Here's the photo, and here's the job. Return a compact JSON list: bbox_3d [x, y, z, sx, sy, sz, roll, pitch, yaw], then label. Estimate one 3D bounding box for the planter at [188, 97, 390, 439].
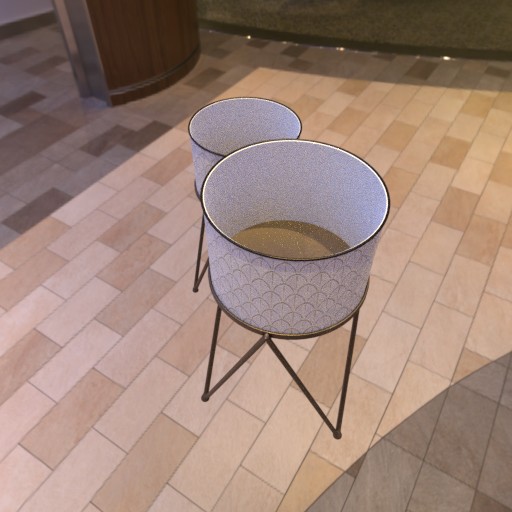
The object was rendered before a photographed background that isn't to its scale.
[{"bbox_3d":[0.000,0.000,1.158,0.413,0.712,0.769,-10,48,-9],"label":"planter"}]
